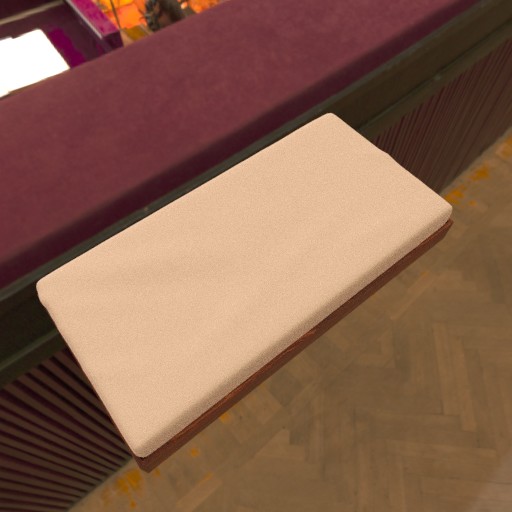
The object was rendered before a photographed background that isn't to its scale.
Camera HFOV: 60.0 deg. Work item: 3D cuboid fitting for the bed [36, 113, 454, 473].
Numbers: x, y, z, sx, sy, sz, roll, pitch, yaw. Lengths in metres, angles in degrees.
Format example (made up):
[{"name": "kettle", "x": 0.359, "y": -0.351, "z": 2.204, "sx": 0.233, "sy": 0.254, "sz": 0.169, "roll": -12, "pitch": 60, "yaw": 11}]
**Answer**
[{"name": "bed", "x": 0.000, "y": 0.000, "z": 2.171, "sx": 1.860, "sy": 0.312, "sz": 0.940, "roll": -34, "pitch": 64, "yaw": -19}]
